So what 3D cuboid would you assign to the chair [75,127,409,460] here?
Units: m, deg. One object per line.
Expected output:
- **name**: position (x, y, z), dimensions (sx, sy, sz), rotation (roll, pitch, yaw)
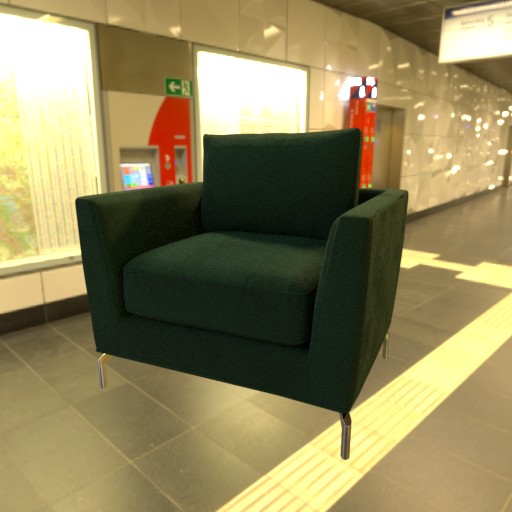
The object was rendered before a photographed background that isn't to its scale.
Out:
- **chair**: position (0.000, 0.000, 1.778), dimensions (1.047, 0.997, 0.852), rotation (6, 15, 24)
